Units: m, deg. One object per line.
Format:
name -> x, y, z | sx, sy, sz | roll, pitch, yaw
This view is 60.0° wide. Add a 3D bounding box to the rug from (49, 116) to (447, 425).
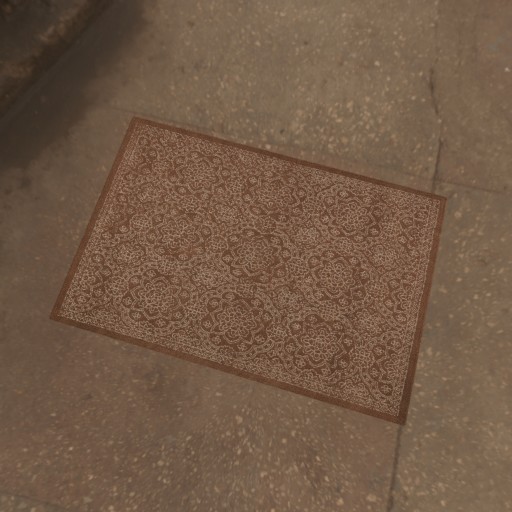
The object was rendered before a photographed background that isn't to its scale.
rug -> 0.000, 0.000, 2.331 | 1.829, 0.010, 1.219 | 16, 75, 4
